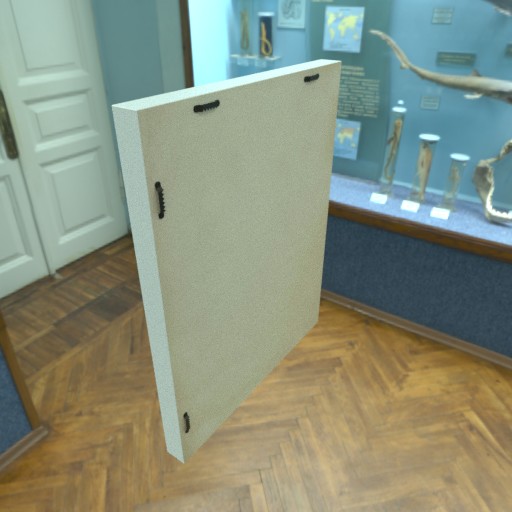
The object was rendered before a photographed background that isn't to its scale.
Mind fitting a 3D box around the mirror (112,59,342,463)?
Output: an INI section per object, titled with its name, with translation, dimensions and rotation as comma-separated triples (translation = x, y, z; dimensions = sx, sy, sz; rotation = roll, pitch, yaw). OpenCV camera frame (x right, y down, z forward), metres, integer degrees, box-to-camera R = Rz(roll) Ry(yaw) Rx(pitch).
[mirror]
translation = 0.000, 0.000, 0.674
dimensions = 0.041, 0.509, 0.406
rotation = 20, 36, 30
